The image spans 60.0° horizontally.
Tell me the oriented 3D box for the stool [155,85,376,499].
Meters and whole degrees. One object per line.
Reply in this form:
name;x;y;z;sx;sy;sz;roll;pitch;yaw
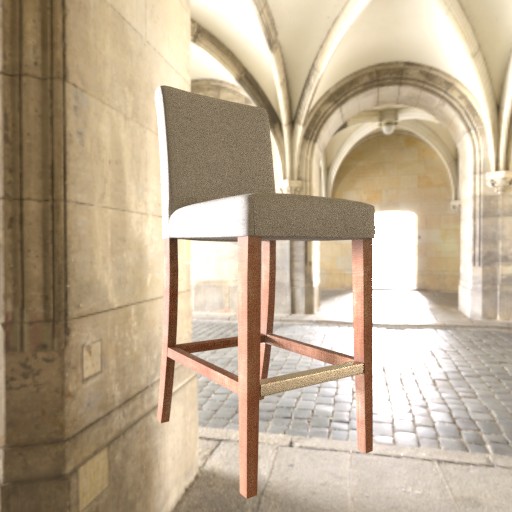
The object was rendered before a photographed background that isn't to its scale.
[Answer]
stool;0.000;0.000;1.338;0.439;1.088;0.570;-1;1;-34
